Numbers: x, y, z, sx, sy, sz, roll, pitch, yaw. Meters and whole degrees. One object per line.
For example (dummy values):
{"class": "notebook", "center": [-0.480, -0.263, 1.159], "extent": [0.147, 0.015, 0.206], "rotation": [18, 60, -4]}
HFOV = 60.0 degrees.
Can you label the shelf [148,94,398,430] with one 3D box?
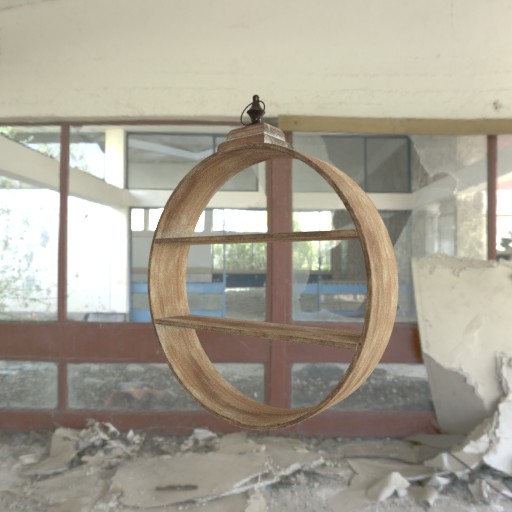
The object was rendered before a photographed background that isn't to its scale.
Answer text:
{"class": "shelf", "center": [0.000, 0.000, 0.993], "extent": [0.601, 0.725, 0.125], "rotation": [-1, -1, 38]}
